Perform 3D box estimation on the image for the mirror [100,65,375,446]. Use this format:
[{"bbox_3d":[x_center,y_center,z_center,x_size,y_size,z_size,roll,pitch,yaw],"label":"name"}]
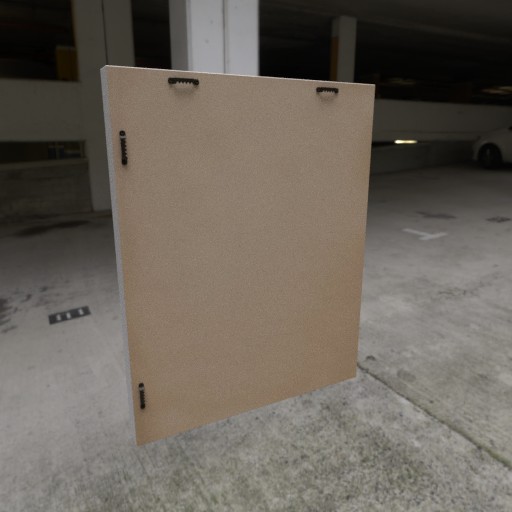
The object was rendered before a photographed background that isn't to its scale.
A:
[{"bbox_3d":[0.000,0.000,0.676,0.405,0.508,0.041,-8,17,-27],"label":"mirror"}]
